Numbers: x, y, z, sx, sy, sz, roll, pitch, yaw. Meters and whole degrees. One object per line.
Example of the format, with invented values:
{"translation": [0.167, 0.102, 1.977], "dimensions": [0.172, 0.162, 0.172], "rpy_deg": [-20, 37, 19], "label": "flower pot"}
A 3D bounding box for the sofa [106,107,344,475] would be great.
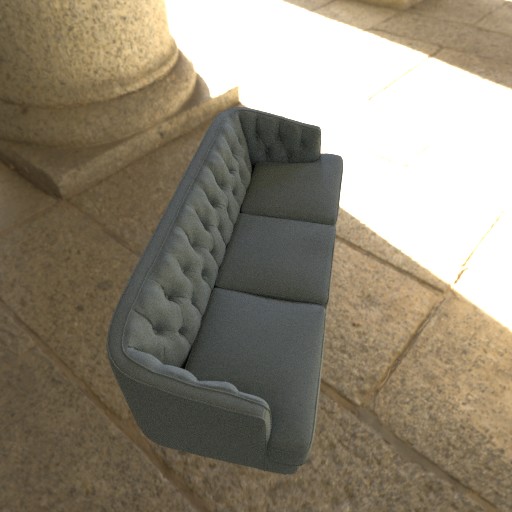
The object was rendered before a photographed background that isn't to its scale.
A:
{"translation": [0.000, 0.000, 2.704], "dimensions": [0.941, 0.855, 2.278], "rpy_deg": [8, 47, 8], "label": "sofa"}
